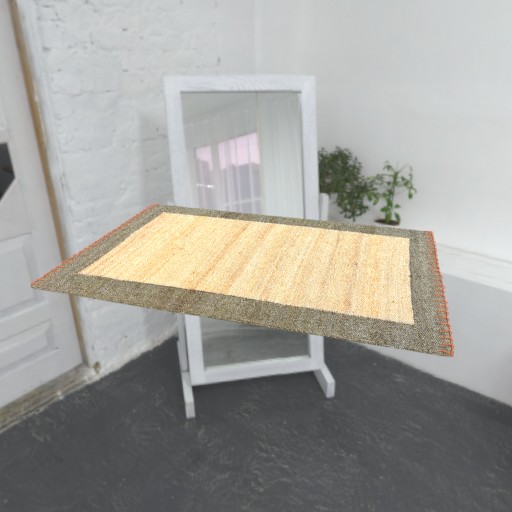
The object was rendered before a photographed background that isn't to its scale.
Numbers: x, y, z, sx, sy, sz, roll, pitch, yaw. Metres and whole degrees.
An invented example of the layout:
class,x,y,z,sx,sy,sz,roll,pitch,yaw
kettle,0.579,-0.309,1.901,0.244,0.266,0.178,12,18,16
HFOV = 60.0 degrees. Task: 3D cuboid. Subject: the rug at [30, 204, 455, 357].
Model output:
class,x,y,z,sx,sy,sz,roll,pitch,yaw
rug,0.000,0.000,2.315,1.838,0.019,1.220,7,26,15
